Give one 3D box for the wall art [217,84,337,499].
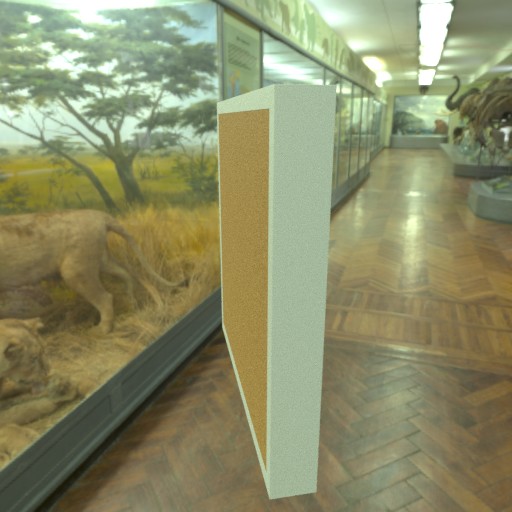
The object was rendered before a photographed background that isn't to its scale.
[{"bbox_3d":[0.000,0.000,0.446,0.038,0.302,0.305,-3,17,-11],"label":"wall art"}]
